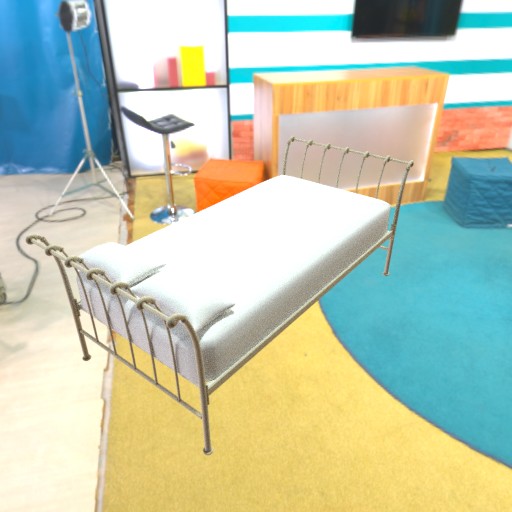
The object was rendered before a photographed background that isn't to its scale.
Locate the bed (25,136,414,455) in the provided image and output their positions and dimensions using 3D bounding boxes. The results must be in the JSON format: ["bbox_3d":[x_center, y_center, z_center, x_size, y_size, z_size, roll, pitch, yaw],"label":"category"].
[{"bbox_3d":[0.000,0.000,2.771,1.032,0.873,2.228,22,37,33],"label":"bed"}]
